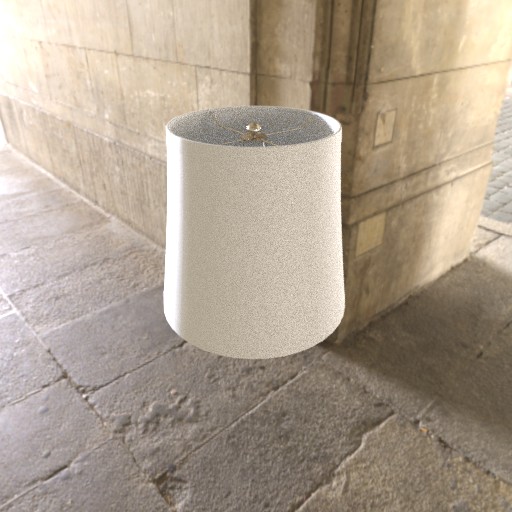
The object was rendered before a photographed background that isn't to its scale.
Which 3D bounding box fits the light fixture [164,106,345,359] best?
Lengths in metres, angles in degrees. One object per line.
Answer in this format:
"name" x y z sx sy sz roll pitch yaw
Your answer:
"light fixture" 0.000 0.000 0.598 0.223 0.381 0.348 1 30 2
